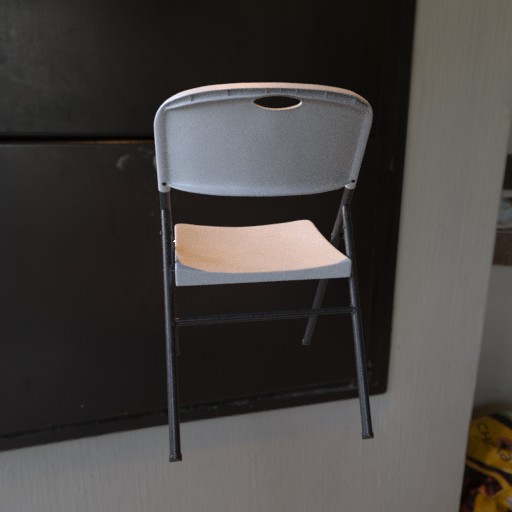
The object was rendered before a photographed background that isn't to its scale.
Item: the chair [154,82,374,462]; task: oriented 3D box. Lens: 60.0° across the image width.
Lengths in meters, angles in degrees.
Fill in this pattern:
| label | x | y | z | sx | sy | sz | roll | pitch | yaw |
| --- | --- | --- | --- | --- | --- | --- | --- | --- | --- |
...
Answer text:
| label | x | y | z | sx | sy | sz | roll | pitch | yaw |
| --- | --- | --- | --- | --- | --- | --- | --- | --- | --- |
| chair | 0.000 | 0.000 | 1.194 | 0.494 | 0.810 | 0.566 | -2 | 14 | -10 |
